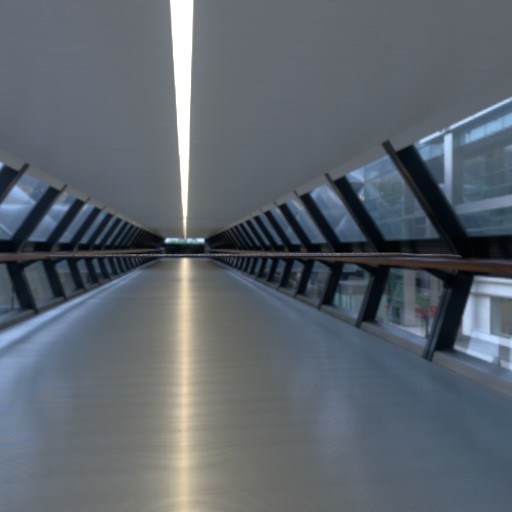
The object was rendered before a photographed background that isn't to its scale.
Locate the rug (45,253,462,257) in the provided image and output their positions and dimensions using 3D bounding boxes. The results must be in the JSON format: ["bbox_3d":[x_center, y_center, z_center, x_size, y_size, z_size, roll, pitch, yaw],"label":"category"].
[{"bbox_3d":[0.000,0.000,4.794,3.612,0.035,2.716,0,0,35],"label":"rug"}]
